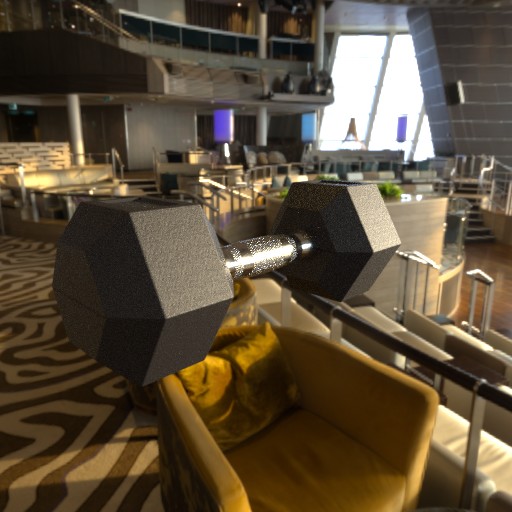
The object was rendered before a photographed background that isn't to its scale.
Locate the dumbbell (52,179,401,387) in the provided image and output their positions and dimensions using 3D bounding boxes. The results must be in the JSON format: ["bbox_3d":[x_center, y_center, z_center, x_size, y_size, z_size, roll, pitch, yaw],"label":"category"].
[{"bbox_3d":[0.000,0.000,0.383,0.315,0.113,0.129,-14,20,-43],"label":"dumbbell"}]
